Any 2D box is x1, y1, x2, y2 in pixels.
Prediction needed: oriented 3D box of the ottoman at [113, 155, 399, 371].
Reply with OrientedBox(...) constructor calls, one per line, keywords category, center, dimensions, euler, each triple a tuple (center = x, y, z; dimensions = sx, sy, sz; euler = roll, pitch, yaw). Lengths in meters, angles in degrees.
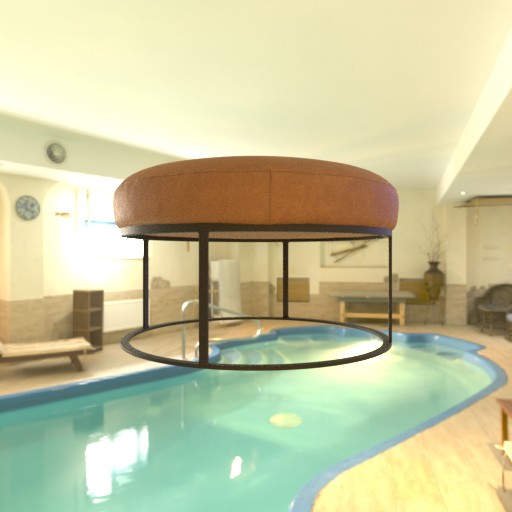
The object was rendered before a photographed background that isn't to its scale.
OrientedBox(category="ottoman", center=(0.000, 0.000, 1.254), dimensions=(0.771, 0.460, 0.771), euler=(0, 0, 0))
